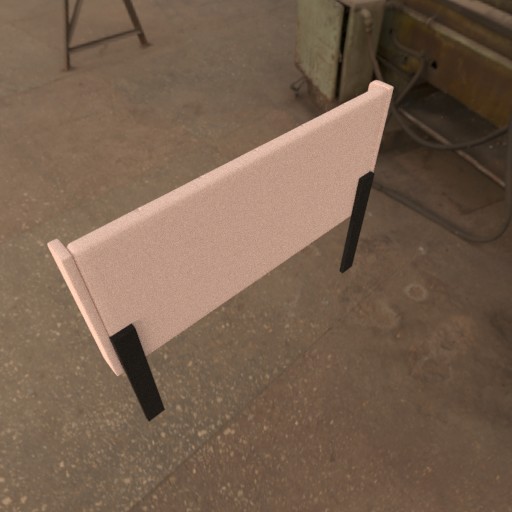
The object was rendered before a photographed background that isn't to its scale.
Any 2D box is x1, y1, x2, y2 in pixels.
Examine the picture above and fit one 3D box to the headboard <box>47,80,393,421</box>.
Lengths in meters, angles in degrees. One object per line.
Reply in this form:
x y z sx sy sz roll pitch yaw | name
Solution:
0.000 0.000 2.710 2.051 1.524 0.184 -33 56 -27 | headboard
